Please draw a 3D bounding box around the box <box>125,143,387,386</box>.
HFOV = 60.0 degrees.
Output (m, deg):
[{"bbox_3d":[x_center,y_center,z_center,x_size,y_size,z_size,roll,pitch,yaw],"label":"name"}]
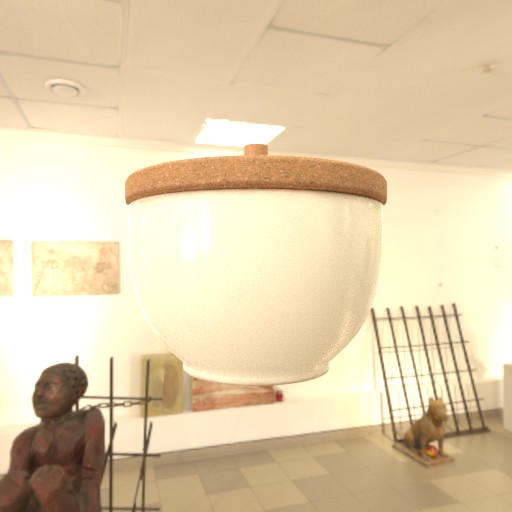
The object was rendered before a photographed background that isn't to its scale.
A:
[{"bbox_3d":[0.000,0.000,0.189,0.107,0.094,0.107,0,-1,0],"label":"box"}]
